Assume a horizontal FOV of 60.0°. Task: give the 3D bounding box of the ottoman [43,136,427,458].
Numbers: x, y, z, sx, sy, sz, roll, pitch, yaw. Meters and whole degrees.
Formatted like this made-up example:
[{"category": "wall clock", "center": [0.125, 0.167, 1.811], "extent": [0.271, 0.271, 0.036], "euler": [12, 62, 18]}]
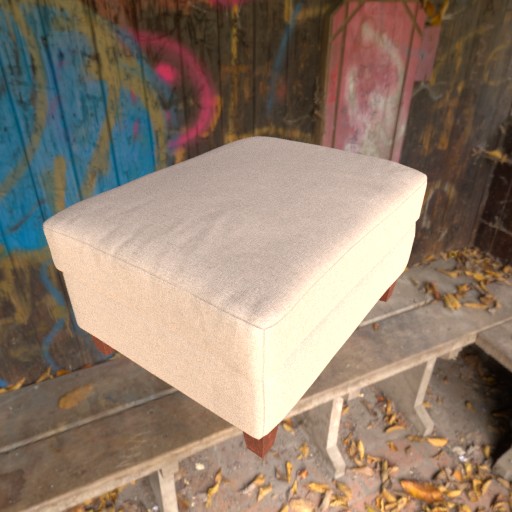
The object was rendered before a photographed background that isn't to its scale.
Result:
[{"category": "ottoman", "center": [0.000, 0.000, 1.313], "extent": [0.692, 0.511, 0.902], "euler": [21, 37, 30]}]
